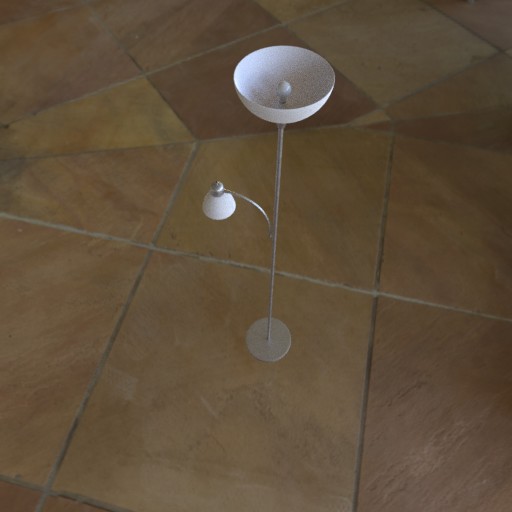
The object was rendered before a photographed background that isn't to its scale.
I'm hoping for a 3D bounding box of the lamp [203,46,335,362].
[{"bbox_3d":[0.000,0.000,1.931,0.425,1.804,0.279,14,58,9],"label":"lamp"}]
